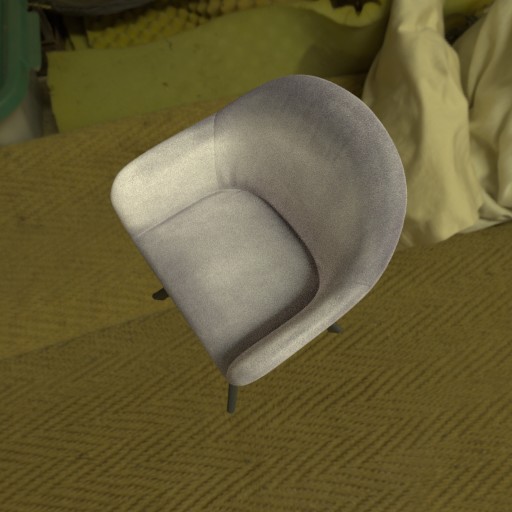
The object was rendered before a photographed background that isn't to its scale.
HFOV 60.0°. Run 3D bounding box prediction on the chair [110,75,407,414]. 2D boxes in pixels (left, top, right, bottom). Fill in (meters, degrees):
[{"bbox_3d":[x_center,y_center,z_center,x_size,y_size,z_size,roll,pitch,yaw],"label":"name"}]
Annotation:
[{"bbox_3d":[0.000,0.000,1.148,0.540,0.780,0.570,-33,69,-15],"label":"chair"}]
